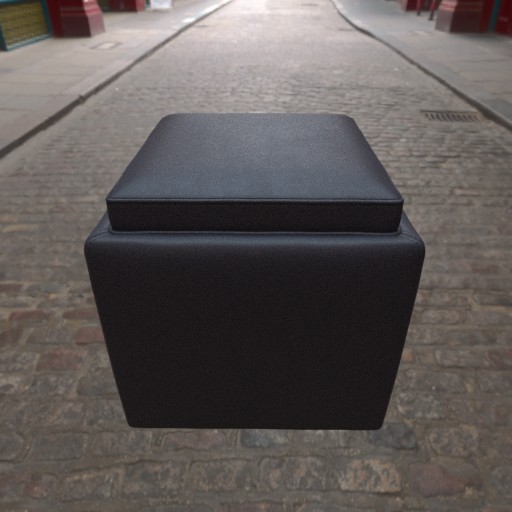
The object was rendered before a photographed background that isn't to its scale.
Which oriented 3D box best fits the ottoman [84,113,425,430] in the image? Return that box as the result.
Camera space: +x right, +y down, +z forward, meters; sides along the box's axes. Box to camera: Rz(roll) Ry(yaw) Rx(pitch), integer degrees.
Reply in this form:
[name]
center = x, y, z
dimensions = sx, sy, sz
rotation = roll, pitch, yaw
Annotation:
[ottoman]
center = 0.000, 0.000, 0.822
dimensions = 0.450, 0.460, 0.451
rotation = 0, 32, 1
